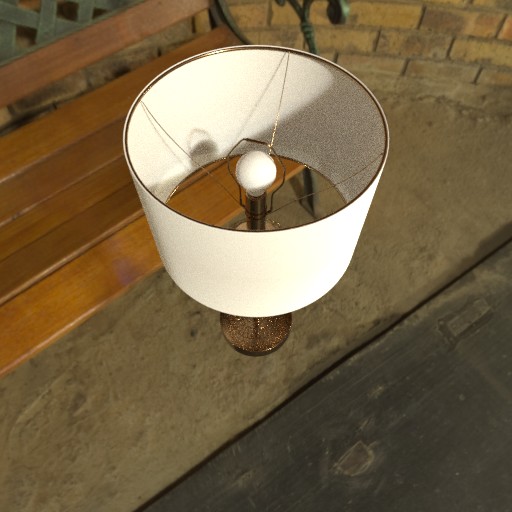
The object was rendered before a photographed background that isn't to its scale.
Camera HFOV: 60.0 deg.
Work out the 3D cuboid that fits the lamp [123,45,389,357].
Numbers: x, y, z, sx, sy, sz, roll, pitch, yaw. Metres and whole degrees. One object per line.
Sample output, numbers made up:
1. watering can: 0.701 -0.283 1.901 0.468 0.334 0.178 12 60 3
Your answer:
1. lamp: 0.000 0.000 0.630 0.252 0.483 0.252 15 60 9
